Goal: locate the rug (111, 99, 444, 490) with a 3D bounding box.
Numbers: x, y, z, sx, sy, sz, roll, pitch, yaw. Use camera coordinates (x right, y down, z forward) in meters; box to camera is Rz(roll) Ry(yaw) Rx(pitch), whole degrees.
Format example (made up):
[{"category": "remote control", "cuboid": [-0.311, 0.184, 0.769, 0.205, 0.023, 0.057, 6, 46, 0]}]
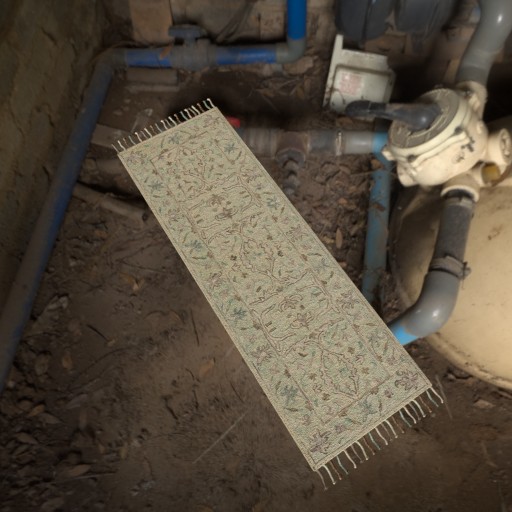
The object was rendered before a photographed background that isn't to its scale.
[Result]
[{"category": "rug", "cuboid": [0.000, 0.000, 2.631, 0.769, 0.013, 2.440, -30, 69, -13]}]
